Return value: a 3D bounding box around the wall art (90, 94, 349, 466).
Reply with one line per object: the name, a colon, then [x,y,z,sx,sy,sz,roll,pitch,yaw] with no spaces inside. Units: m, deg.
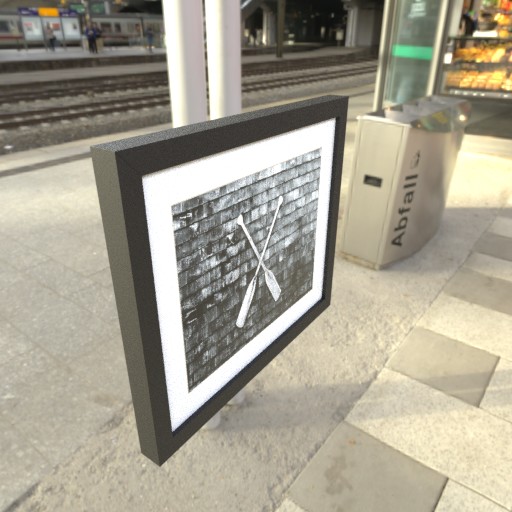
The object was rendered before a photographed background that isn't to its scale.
wall art: [0.000,0.000,0.534,0.029,0.330,0.381,18,32,32]
